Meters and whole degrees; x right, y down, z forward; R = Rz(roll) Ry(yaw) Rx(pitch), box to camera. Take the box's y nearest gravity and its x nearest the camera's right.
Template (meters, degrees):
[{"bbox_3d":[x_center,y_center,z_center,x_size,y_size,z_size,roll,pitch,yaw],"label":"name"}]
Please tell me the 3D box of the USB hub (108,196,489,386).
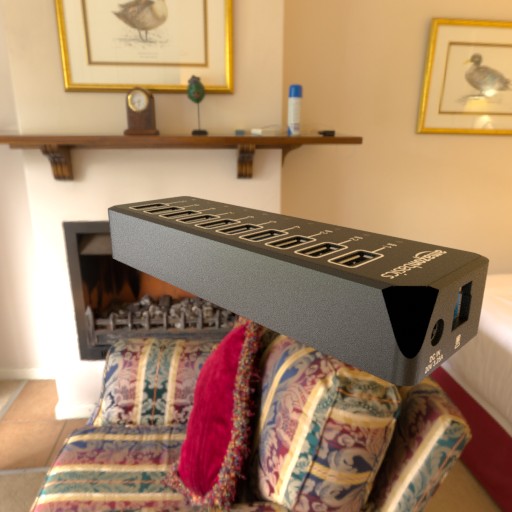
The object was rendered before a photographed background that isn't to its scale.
[{"bbox_3d":[0.000,0.000,0.161,0.044,0.023,0.145,-16,23,-42],"label":"USB hub"}]
